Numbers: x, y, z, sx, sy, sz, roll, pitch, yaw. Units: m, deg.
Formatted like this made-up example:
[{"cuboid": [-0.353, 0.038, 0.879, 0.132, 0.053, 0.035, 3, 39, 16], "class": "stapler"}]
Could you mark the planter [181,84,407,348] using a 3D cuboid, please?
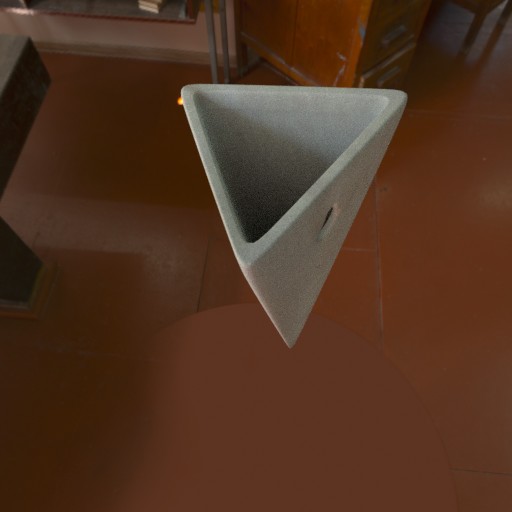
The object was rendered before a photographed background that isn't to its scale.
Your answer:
[{"cuboid": [0.000, 0.000, 0.269, 0.081, 0.224, 0.101, 36, 68, 17], "class": "planter"}]
